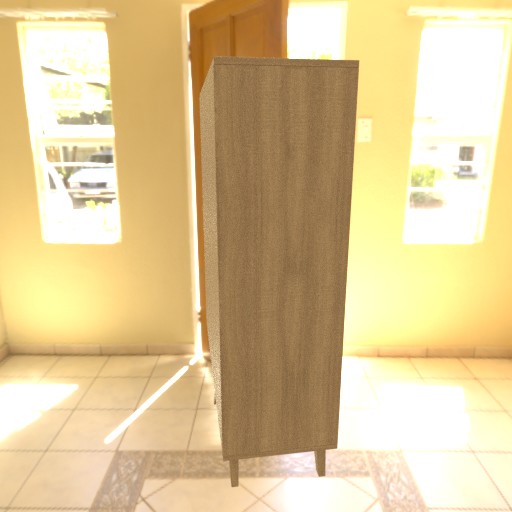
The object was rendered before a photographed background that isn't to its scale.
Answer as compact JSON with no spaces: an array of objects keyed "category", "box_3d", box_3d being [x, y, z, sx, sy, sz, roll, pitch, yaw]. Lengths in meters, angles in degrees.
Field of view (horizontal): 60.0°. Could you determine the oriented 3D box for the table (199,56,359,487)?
[{"category":"table","box_3d":[0.000,0.000,1.889,0.398,1.388,1.111,-2,15,-9]}]
